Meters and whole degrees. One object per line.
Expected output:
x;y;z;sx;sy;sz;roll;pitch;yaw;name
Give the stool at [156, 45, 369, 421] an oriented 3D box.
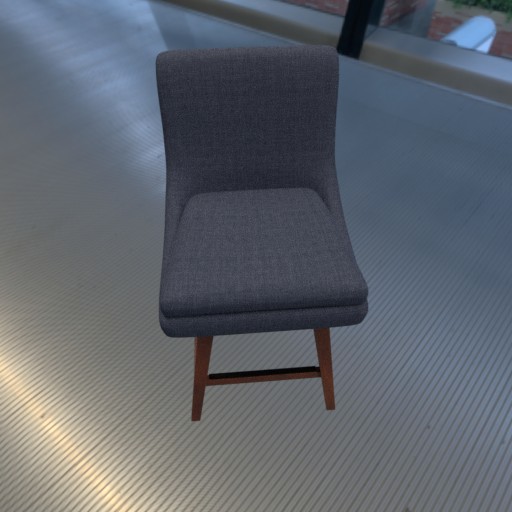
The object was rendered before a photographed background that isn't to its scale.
0.000;0.000;1.178;0.467;0.895;0.524;-3;47;-3;stool
